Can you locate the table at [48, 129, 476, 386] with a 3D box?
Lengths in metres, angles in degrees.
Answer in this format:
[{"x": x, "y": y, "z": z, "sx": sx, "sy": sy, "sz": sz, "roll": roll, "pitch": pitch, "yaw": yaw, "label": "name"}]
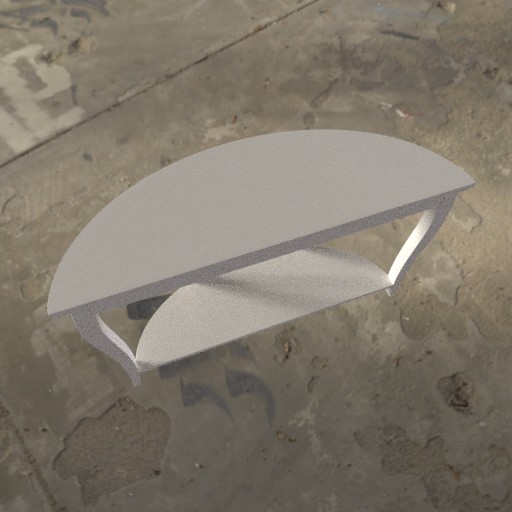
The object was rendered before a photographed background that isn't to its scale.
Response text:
[{"x": 0.000, "y": 0.000, "z": 1.616, "sx": 1.219, "sy": 0.780, "sz": 0.394, "roll": -17, "pitch": 62, "yaw": -10, "label": "table"}]
